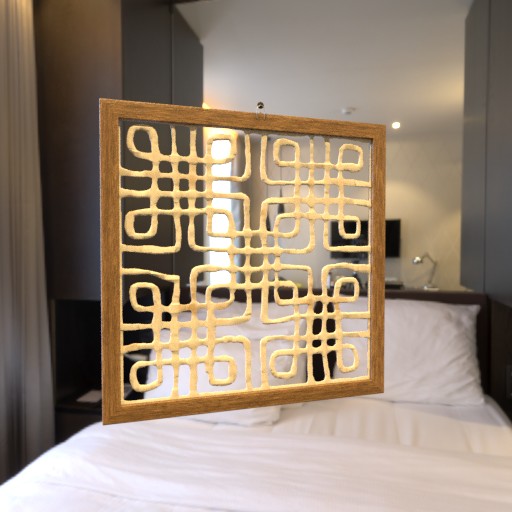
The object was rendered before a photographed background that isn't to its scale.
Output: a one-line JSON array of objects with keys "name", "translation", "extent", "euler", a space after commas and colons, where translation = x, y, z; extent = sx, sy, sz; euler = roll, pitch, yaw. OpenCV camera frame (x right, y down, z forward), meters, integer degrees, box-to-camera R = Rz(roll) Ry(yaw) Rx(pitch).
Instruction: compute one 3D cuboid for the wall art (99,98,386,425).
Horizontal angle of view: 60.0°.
[{"name": "wall art", "translation": [0.000, 0.000, 0.849], "extent": [0.561, 0.582, 0.021], "euler": [0, 2, -17]}]
